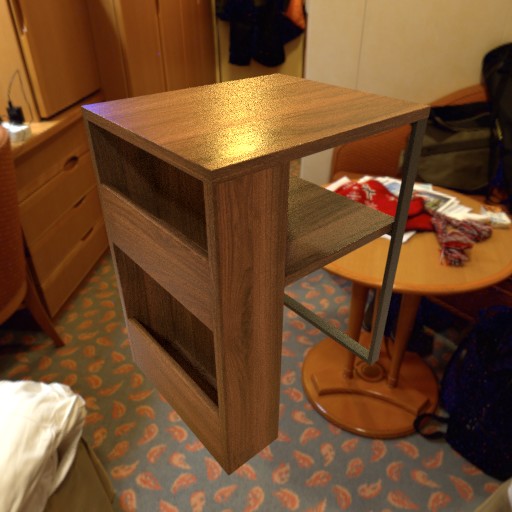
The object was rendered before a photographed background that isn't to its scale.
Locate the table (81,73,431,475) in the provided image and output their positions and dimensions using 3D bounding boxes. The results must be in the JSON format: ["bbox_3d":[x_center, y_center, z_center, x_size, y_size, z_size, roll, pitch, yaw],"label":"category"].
[{"bbox_3d":[0.000,0.000,1.577,0.786,1.041,0.660,-24,40,-33],"label":"table"}]
